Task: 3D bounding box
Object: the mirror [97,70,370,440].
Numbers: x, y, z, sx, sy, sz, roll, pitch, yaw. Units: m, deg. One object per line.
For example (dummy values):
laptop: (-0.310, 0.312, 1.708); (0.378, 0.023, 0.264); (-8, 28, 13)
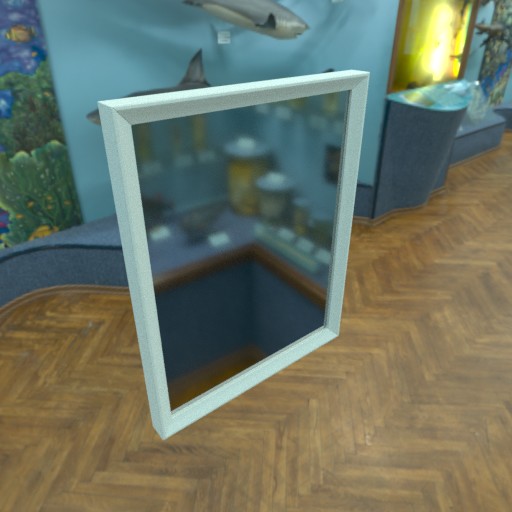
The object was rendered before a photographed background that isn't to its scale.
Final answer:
mirror: (0.000, 0.000, 0.695); (0.406, 0.509, 0.041); (-22, 36, -33)
